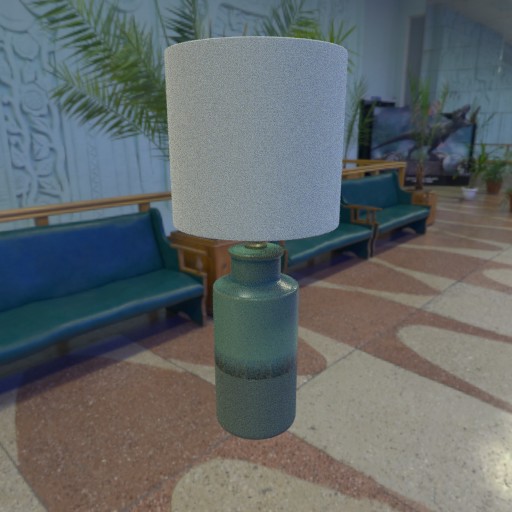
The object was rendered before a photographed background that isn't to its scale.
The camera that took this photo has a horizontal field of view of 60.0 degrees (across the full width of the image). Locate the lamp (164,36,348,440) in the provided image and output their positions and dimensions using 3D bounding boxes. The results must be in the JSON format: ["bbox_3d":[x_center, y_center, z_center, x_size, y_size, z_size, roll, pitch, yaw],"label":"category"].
[{"bbox_3d":[0.000,0.000,0.589,0.212,0.493,0.212,-15,22,-42],"label":"lamp"}]
